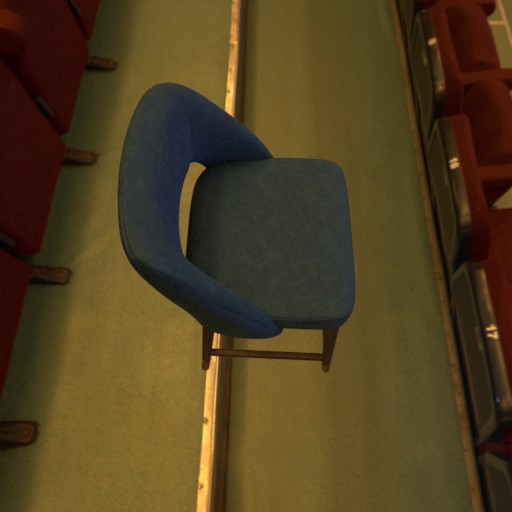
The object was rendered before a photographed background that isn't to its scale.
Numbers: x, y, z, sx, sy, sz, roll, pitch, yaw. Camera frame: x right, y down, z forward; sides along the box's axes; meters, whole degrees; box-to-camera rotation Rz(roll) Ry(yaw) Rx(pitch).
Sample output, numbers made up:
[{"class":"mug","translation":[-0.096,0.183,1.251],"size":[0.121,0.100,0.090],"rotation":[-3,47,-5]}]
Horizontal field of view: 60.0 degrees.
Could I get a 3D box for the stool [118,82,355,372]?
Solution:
[{"class":"stool","translation":[0.000,0.000,1.251],"size":[0.524,0.925,0.536],"rotation":[1,64,0]}]
